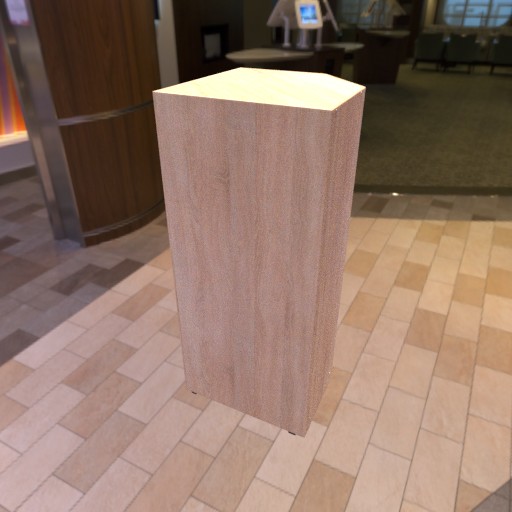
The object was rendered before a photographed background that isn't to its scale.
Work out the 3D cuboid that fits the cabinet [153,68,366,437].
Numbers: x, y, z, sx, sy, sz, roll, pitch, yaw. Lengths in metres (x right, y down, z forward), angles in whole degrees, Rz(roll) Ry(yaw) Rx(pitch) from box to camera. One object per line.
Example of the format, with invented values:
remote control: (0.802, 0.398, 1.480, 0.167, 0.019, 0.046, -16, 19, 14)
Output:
cabinet: (0.000, 0.000, 2.910, 1.094, 2.120, 1.327, -10, 32, -16)
